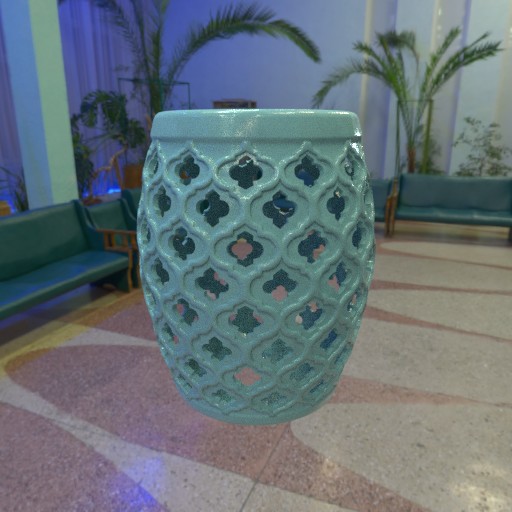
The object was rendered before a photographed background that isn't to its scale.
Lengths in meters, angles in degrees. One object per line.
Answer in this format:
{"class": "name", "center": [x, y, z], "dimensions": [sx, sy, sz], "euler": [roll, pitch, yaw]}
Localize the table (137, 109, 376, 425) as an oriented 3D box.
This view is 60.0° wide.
{"class": "table", "center": [0.000, 0.000, 0.630], "dimensions": [0.325, 0.388, 0.325], "euler": [0, 16, 0]}
